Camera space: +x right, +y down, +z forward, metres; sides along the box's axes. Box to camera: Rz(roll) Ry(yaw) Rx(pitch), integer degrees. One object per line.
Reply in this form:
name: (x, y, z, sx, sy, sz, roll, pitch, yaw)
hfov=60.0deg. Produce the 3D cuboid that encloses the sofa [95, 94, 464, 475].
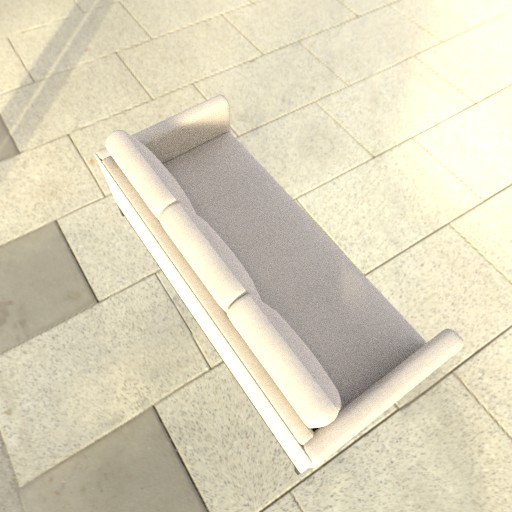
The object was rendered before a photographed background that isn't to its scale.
sofa: (0.000, 0.000, 2.670, 0.959, 0.838, 2.210, -31, 64, -17)
